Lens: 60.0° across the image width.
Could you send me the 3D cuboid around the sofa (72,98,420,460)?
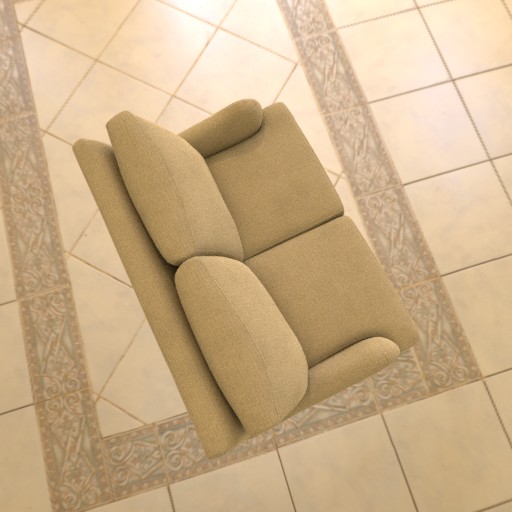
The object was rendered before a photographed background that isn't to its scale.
[{"bbox_3d":[0.000,0.000,2.201,1.087,0.999,1.480,-26,77,-6],"label":"sofa"}]
